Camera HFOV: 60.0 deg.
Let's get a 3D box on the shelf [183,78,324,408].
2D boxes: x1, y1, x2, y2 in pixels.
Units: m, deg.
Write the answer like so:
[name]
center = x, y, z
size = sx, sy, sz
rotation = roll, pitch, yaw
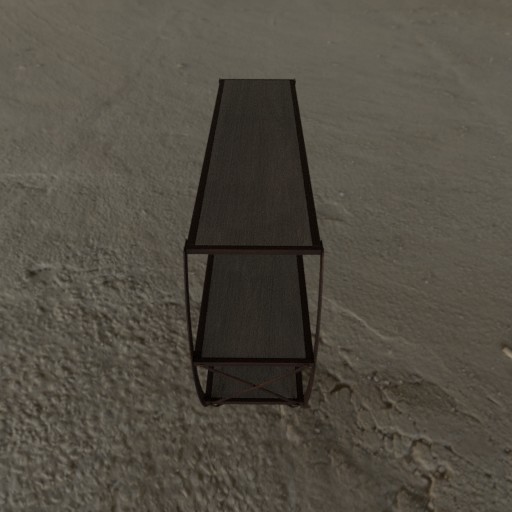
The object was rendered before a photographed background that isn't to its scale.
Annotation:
[shelf]
center = 0.000, 0.000, 1.873
size = 0.344, 1.063, 1.403
rotation = 0, 41, 0
